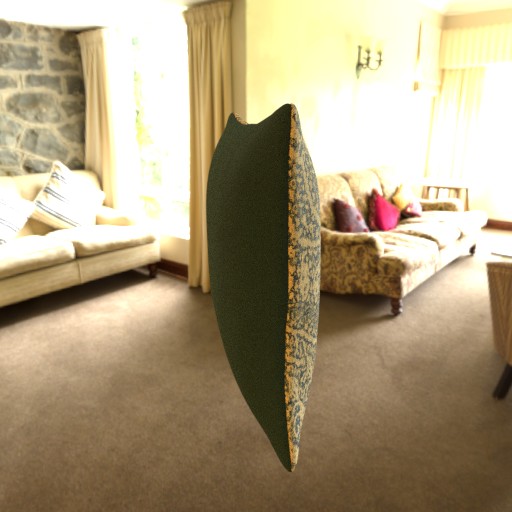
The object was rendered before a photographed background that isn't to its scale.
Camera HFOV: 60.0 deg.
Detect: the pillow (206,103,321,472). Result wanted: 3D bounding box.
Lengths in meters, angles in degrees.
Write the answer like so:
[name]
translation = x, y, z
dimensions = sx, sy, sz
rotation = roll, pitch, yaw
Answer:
[pillow]
translation = 0.000, 0.000, 0.810
dimensions = 0.166, 0.510, 0.523
rotation = -3, 17, -10
